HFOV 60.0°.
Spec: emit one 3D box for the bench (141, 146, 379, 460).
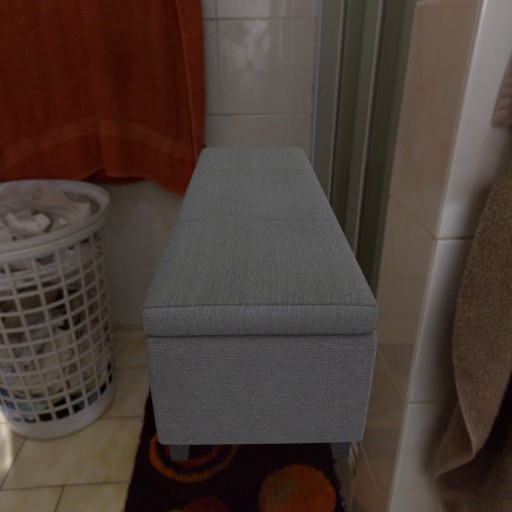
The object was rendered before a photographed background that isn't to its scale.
[{"bbox_3d":[0.000,0.000,1.441,0.446,0.438,1.269,0,27,-1],"label":"bench"}]
